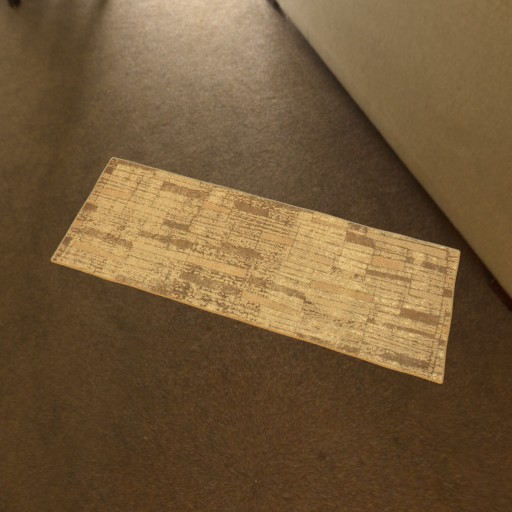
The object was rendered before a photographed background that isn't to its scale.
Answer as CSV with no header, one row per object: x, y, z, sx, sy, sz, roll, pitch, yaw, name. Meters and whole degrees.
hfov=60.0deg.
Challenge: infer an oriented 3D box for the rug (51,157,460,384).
0.000,0.000,2.727,2.383,0.018,0.857,16,64,8,rug
